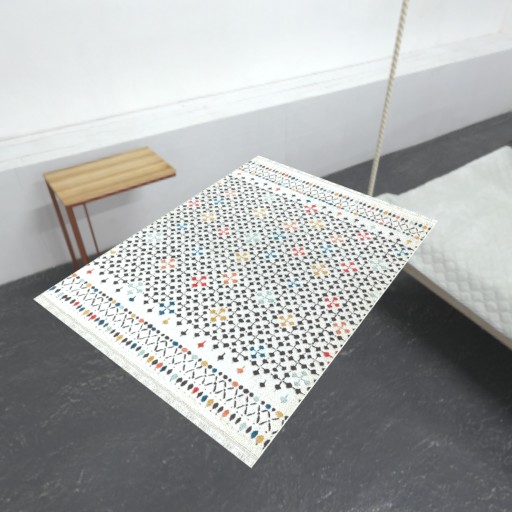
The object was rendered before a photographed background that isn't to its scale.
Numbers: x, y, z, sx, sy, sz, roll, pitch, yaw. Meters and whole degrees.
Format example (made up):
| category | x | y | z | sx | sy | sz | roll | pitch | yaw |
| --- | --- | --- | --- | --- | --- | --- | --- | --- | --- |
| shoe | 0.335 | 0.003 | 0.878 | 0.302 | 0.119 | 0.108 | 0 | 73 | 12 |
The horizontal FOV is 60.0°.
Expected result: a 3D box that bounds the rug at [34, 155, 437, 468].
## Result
| category | x | y | z | sx | sy | sz | roll | pitch | yaw |
| --- | --- | --- | --- | --- | --- | --- | --- | --- | --- |
| rug | 0.000 | 0.000 | 4.216 | 2.354 | 0.007 | 3.196 | 26 | 47 | 27 |
